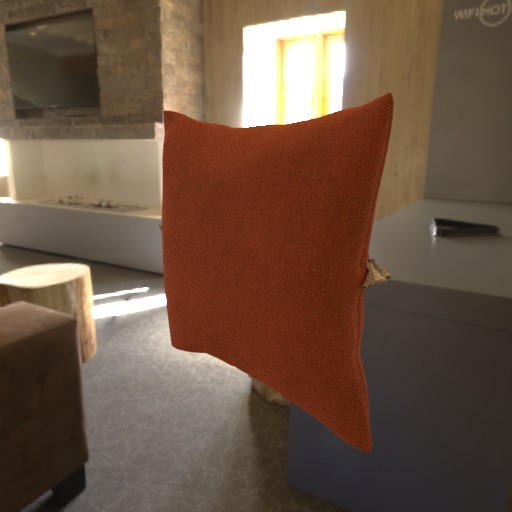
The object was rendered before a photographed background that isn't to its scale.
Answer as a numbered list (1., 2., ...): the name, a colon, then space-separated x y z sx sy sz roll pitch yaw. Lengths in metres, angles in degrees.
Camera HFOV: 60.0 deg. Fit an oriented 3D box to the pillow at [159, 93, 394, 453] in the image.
1. pillow: 0.000 0.000 0.742 0.165 0.482 0.490 -14 20 -43
